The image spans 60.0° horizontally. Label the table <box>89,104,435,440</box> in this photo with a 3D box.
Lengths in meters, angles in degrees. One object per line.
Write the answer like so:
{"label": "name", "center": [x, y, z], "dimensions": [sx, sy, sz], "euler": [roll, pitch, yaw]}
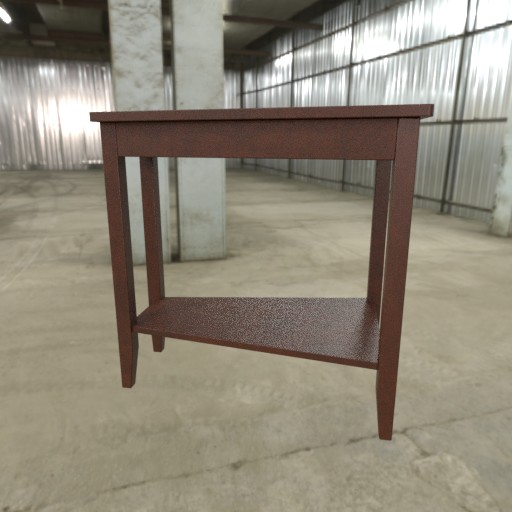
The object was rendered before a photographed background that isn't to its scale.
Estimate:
{"label": "table", "center": [0.000, 0.000, 0.963], "dimensions": [0.605, 0.589, 0.399], "euler": [3, 15, 10]}
